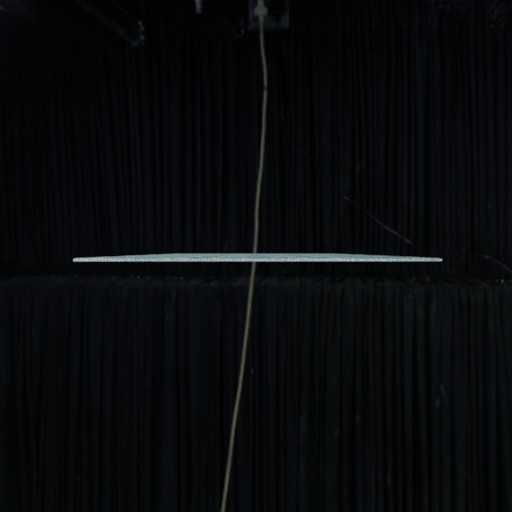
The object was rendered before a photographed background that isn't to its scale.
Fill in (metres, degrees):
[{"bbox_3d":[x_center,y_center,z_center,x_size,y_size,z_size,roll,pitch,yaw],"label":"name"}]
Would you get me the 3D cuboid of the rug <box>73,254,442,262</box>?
[{"bbox_3d":[0.000,0.000,3.048,1.528,0.015,2.443,0,1,-1],"label":"rug"}]
